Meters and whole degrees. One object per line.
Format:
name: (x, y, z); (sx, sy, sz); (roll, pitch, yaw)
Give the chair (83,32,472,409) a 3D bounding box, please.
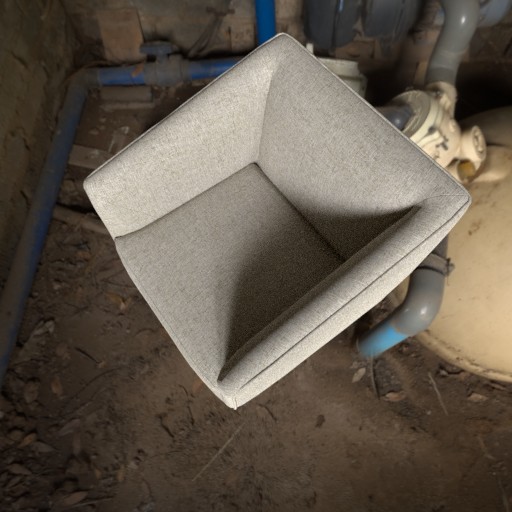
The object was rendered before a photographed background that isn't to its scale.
chair: (0.000, 0.000, 1.228); (0.623, 0.760, 0.628); (-34, 69, -15)
